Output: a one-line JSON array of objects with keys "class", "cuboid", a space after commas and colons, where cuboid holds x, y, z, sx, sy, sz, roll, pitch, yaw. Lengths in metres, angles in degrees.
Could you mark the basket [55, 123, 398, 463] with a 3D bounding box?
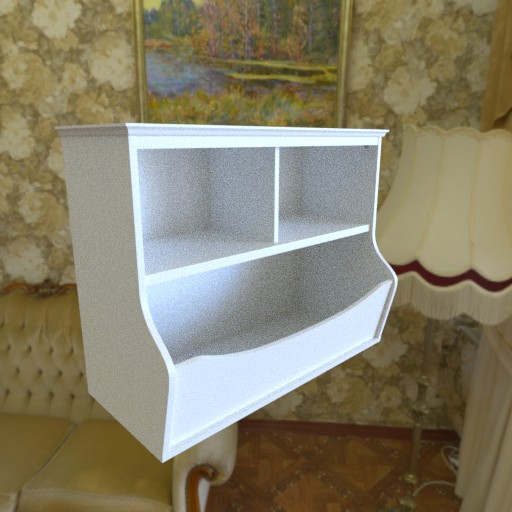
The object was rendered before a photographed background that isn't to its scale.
[{"class": "basket", "cuboid": [0.000, 0.000, 1.128, 0.792, 0.625, 0.376, -14, 20, -42]}]
